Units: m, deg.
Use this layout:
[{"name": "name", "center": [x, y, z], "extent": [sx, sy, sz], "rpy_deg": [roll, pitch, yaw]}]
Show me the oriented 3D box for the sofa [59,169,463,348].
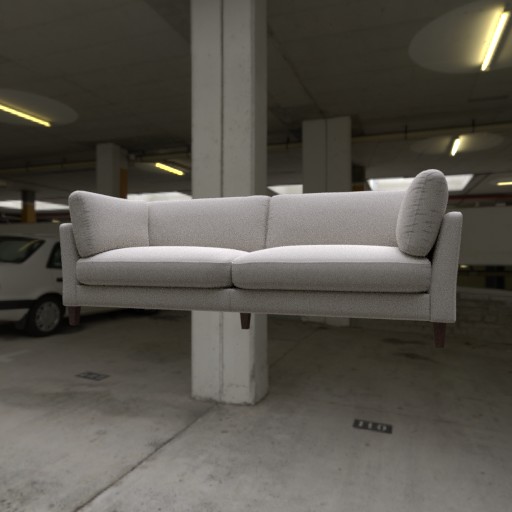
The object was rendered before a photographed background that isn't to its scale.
[{"name": "sofa", "center": [0.000, 0.000, 2.815], "extent": [2.301, 0.863, 0.957], "rpy_deg": [0, 0, 19]}]
